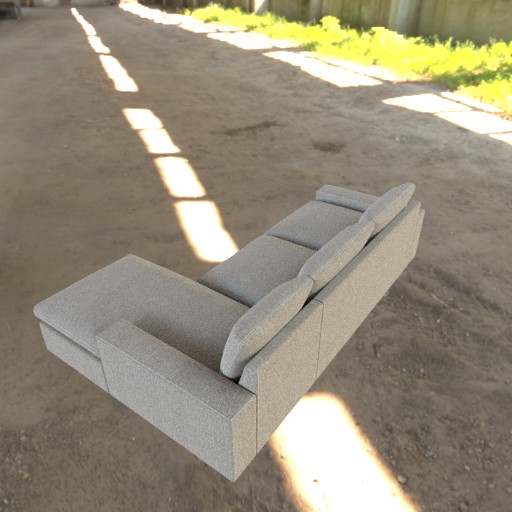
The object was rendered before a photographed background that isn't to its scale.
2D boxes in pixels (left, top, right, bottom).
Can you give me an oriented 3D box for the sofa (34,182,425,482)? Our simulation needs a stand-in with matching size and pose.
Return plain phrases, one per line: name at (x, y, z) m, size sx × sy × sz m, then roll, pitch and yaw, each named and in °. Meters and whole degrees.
sofa at (0.000, 0.000, 3.407) m, size 1.689 × 0.813 × 2.718 m, roll 21°, pitch 37°, yaw 30°
